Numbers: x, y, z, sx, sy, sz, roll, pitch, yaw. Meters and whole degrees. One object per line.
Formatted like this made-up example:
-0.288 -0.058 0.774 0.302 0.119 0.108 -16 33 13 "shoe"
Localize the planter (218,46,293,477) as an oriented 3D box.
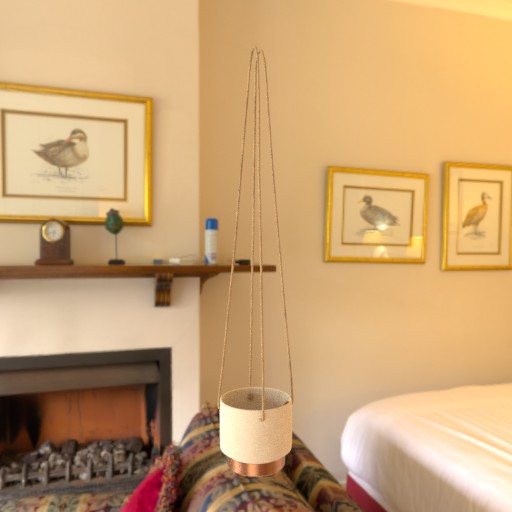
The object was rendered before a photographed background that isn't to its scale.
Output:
0.000 0.000 0.896 0.146 0.841 0.146 1 1 35 "planter"
